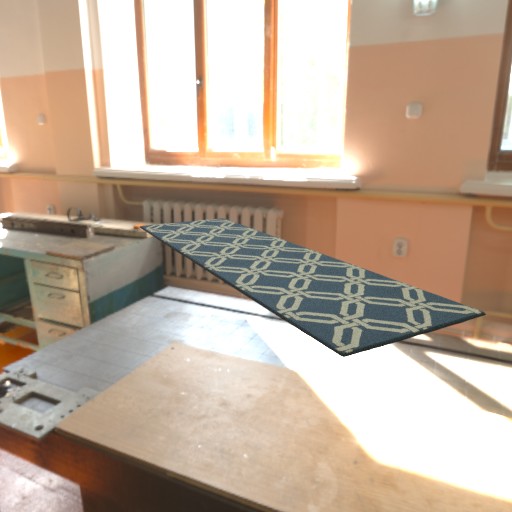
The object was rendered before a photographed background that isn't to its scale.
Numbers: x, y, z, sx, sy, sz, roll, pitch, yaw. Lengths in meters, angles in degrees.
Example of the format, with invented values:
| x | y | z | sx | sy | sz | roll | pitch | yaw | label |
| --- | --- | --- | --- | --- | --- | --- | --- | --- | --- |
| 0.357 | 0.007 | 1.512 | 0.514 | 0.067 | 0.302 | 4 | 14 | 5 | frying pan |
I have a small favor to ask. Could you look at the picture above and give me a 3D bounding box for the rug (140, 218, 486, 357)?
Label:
| x | y | z | sx | sy | sz | roll | pitch | yaw | label |
| --- | --- | --- | --- | --- | --- | --- | --- | --- | --- |
| 0.000 | 0.000 | 2.438 | 0.678 | 0.014 | 2.276 | -8 | 17 | -28 | rug |
